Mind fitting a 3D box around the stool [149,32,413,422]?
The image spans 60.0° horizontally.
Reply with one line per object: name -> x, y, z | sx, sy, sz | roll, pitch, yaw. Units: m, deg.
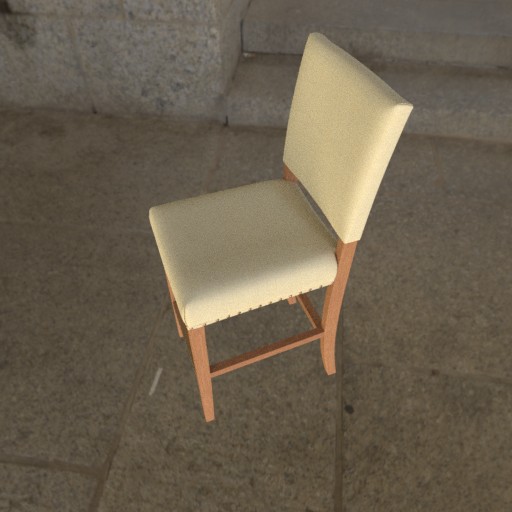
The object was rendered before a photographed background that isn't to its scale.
stool -> 0.000, 0.000, 1.436 | 0.584, 1.168, 0.445 | -16, 49, -14
